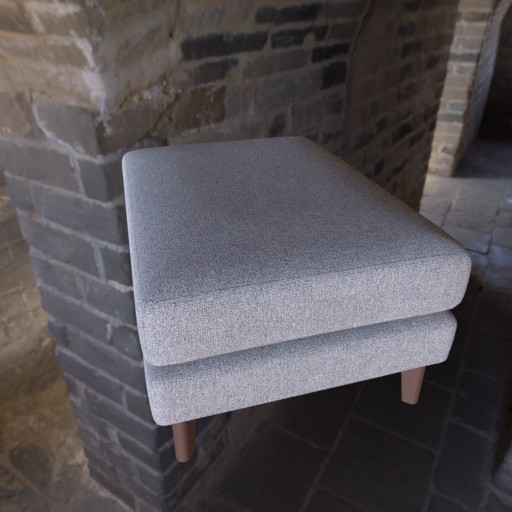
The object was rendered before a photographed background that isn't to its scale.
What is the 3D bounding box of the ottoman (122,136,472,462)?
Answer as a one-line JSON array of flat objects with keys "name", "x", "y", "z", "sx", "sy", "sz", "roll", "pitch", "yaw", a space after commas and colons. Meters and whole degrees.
[{"name": "ottoman", "x": 0.000, "y": 0.000, "z": 1.147, "sx": 0.611, "sy": 0.441, "sz": 0.821, "roll": -8, "pitch": 31, "yaw": -14}]
